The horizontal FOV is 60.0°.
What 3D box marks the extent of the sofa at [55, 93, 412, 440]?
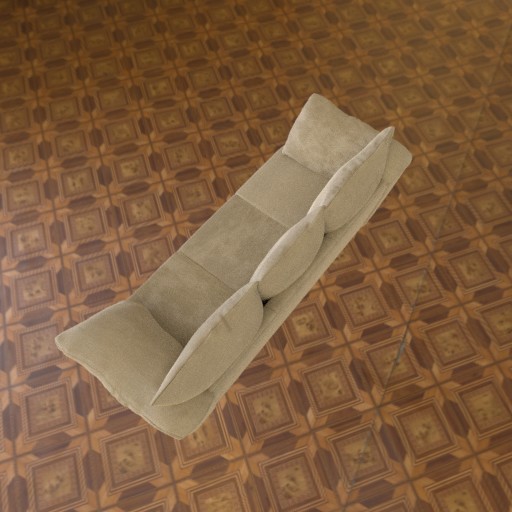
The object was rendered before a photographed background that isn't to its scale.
[{"bbox_3d":[0.000,0.000,2.883,0.893,0.981,2.377,36,68,17],"label":"sofa"}]
